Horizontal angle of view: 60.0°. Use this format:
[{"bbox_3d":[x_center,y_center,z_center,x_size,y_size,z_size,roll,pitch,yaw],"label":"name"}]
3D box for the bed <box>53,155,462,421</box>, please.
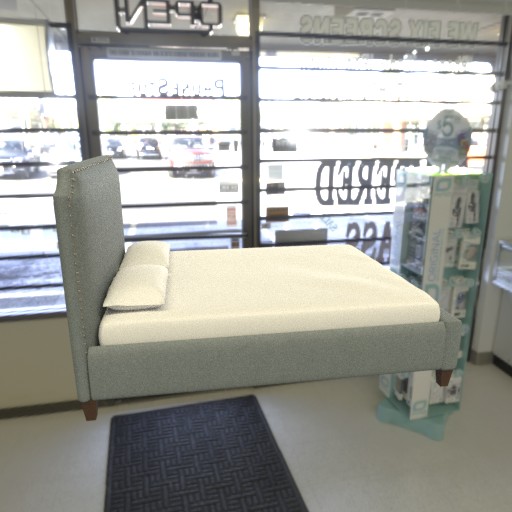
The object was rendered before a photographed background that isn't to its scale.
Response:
[{"bbox_3d":[0.000,0.000,3.326,2.372,1.443,1.712,-2,16,-9],"label":"bed"}]
